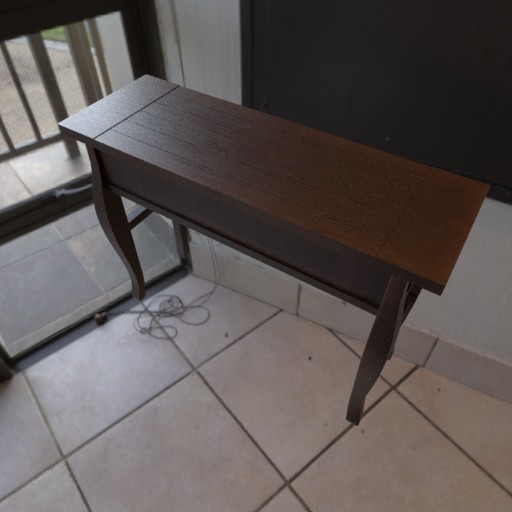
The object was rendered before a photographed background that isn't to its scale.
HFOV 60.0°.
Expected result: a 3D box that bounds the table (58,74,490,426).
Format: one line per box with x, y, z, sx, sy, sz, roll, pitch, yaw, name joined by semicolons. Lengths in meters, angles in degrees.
0.000;0.000;1.400;1.062;0.768;0.373;25;52;22;table
